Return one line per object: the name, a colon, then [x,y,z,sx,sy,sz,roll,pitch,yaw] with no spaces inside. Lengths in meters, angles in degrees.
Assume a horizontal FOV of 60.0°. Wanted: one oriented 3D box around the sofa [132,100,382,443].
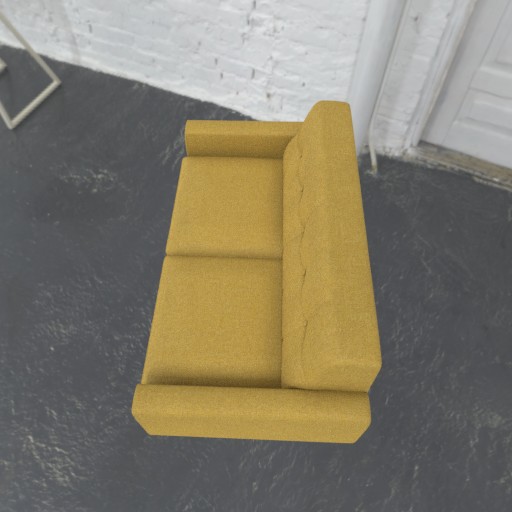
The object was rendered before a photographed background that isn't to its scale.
sofa: [0.000,0.000,2.177,0.909,0.841,1.631,2,56,1]
